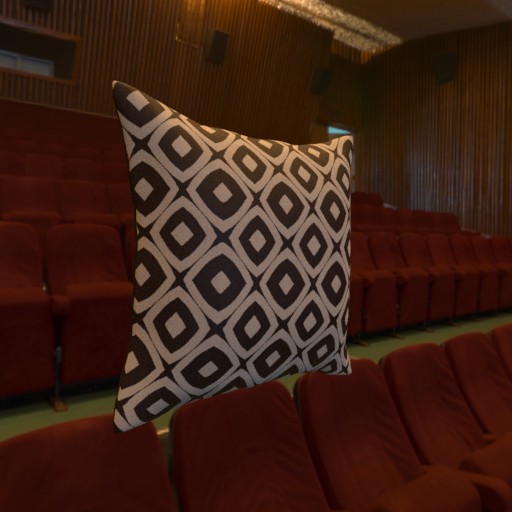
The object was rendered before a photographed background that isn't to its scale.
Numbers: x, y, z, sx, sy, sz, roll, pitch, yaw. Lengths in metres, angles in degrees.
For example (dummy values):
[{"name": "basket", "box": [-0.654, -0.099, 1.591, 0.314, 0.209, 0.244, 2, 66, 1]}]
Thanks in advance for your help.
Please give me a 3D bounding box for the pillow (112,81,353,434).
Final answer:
[{"name": "pillow", "box": [0.000, 0.000, 0.771, 0.504, 0.494, 0.188, 0, 1, -38]}]
